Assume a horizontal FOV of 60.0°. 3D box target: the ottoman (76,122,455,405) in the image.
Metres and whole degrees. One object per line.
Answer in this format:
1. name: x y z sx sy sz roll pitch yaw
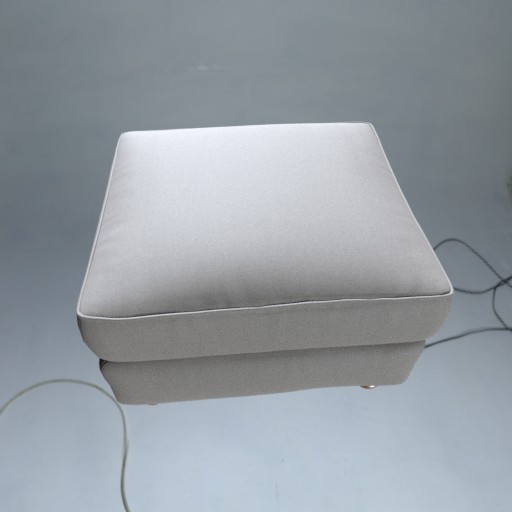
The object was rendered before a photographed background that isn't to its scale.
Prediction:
1. ottoman: 0.000 0.000 1.135 0.721 0.505 0.662 -3 47 -3
